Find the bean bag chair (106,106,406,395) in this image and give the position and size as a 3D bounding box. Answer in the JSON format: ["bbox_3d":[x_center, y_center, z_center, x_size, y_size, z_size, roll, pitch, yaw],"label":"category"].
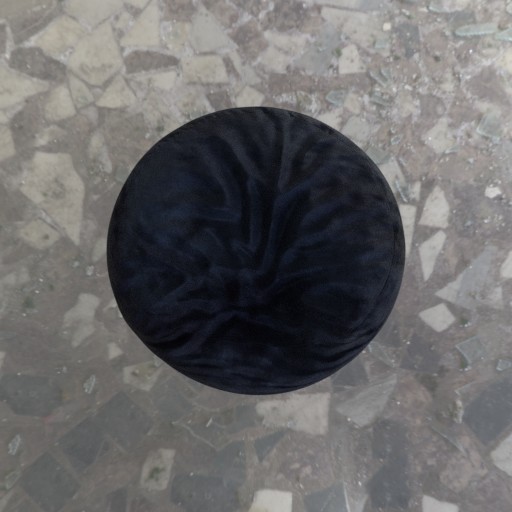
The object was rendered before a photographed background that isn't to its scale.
[{"bbox_3d":[0.000,0.000,1.518,0.918,0.616,0.918,0,76,0],"label":"bean bag chair"}]
